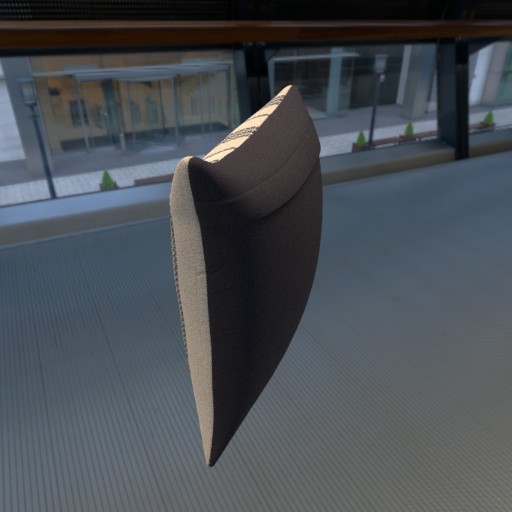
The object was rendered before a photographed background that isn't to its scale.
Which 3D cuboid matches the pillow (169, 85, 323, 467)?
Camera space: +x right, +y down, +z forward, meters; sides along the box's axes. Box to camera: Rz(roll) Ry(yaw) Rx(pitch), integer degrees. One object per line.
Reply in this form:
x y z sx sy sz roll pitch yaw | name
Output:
0.000 0.000 0.635 0.173 0.406 0.405 9 31 14 | pillow
